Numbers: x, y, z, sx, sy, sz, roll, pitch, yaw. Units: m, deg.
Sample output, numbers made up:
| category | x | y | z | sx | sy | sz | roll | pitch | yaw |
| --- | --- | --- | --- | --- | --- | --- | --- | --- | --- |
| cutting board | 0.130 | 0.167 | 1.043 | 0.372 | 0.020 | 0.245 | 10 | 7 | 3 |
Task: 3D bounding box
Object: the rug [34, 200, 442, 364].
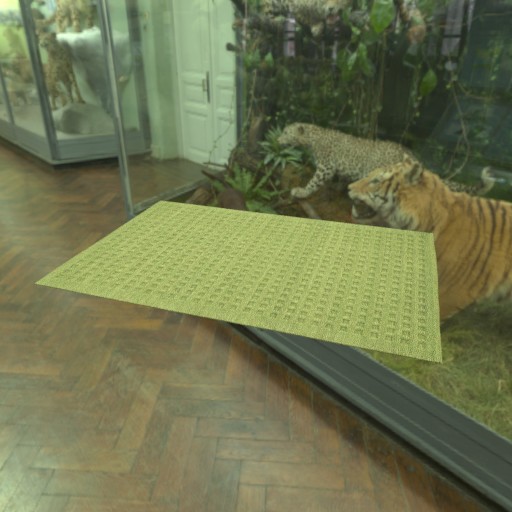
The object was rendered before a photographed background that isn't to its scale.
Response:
| category | x | y | z | sx | sy | sz | roll | pitch | yaw |
| --- | --- | --- | --- | --- | --- | --- | --- | --- | --- |
| rug | 0.000 | 0.000 | 2.977 | 2.297 | 0.007 | 1.529 | 8 | 28 | 16 |
